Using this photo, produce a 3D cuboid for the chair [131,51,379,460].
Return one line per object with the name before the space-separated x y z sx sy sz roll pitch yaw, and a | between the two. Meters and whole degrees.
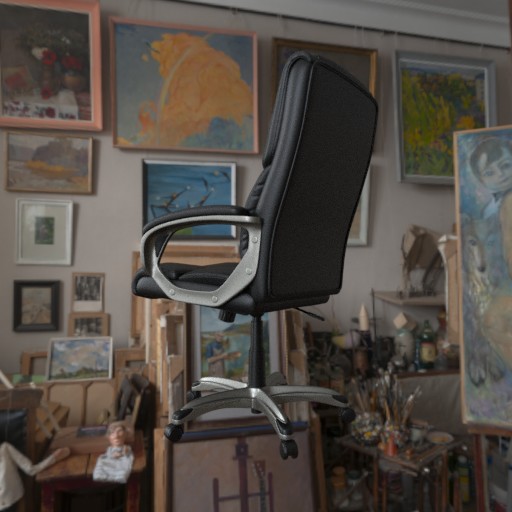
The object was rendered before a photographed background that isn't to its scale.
chair | 0.000 0.000 1.569 0.739 1.155 0.663 -1 -1 38
